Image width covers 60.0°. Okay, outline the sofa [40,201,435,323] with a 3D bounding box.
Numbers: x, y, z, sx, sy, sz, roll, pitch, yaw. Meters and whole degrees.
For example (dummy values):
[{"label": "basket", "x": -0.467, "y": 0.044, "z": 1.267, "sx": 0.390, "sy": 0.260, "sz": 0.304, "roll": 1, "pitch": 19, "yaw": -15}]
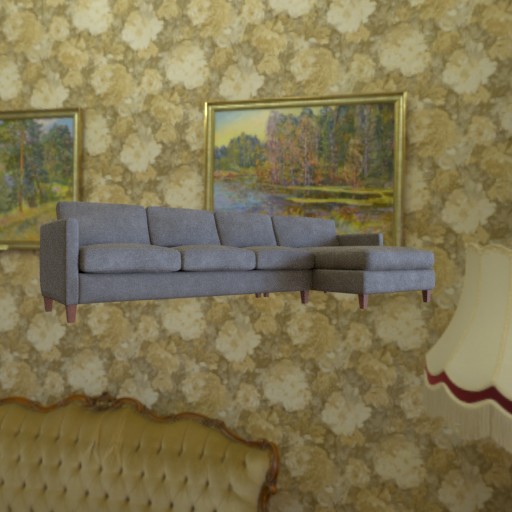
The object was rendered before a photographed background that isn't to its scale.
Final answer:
[{"label": "sofa", "x": 0.000, "y": 0.000, "z": 4.173, "sx": 3.471, "sy": 0.950, "sz": 1.604, "roll": 0, "pitch": 0, "yaw": -36}]
